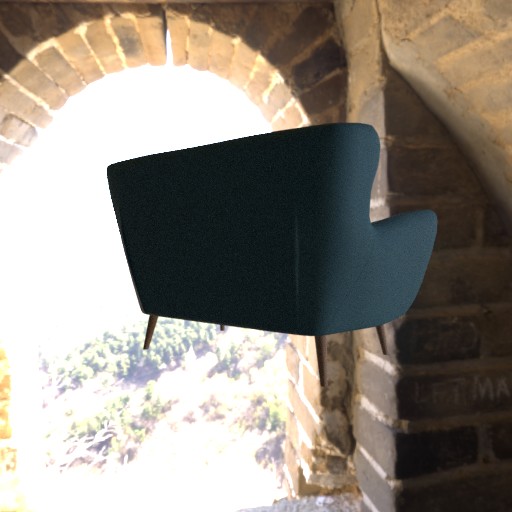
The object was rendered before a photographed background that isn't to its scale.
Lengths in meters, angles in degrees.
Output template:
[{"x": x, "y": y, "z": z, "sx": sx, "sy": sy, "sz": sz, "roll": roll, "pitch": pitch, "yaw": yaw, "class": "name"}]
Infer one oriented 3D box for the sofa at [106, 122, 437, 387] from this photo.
[{"x": 0.000, "y": 0.000, "z": 2.019, "sx": 1.397, "sy": 0.889, "sz": 0.889, "roll": 1, "pitch": 1, "yaw": 36, "class": "sofa"}]
